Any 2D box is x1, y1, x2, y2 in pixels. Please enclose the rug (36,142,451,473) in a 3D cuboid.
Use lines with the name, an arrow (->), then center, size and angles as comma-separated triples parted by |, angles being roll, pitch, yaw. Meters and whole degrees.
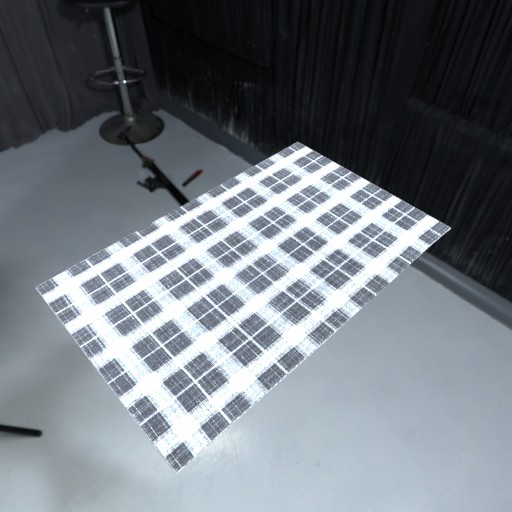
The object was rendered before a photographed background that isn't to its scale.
rug -> 0.000, 0.000, 3.000 | 2.434, 0.015, 1.520 | -34, 56, -28
